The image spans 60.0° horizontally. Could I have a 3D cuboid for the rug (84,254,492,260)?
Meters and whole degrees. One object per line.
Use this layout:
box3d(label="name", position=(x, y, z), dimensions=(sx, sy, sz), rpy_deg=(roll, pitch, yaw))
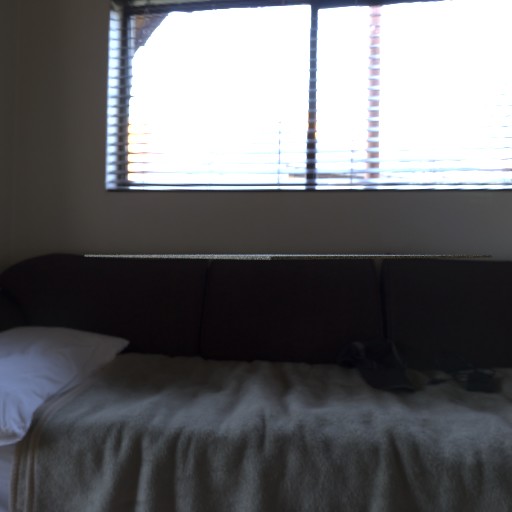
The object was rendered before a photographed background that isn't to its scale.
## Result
box3d(label="rug", position=(0.000, 0.000, 2.889), dimensions=(1.547, 0.013, 2.283), rpy_deg=(0, 0, -36))
